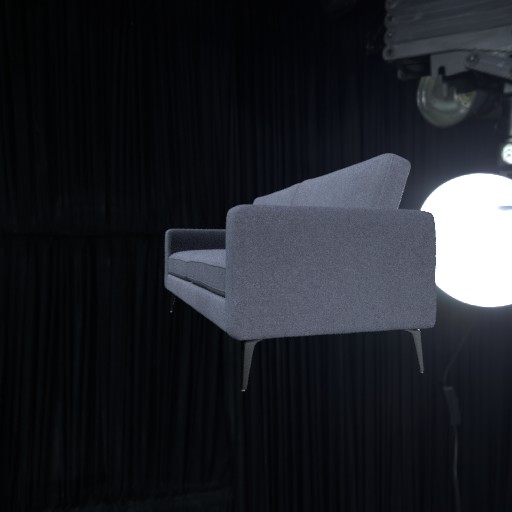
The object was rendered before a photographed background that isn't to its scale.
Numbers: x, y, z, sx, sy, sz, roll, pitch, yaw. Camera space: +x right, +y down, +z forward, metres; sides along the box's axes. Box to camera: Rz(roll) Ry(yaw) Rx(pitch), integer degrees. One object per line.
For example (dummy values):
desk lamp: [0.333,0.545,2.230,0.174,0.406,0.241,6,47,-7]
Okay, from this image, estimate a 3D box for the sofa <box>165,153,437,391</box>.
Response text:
sofa: [0.000,0.000,2.398,0.774,0.828,1.925,0,1,-18]
